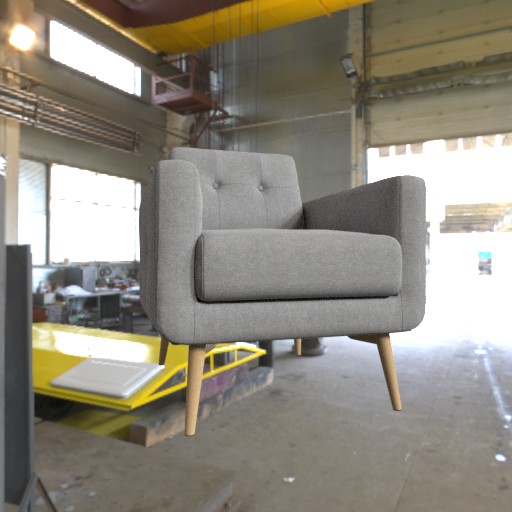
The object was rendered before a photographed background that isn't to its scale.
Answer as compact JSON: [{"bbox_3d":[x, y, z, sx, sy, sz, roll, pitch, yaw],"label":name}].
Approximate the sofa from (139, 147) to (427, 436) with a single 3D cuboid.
[{"bbox_3d":[0.000,0.000,1.543,0.770,0.860,0.920,0,0,-17],"label":"sofa"}]
